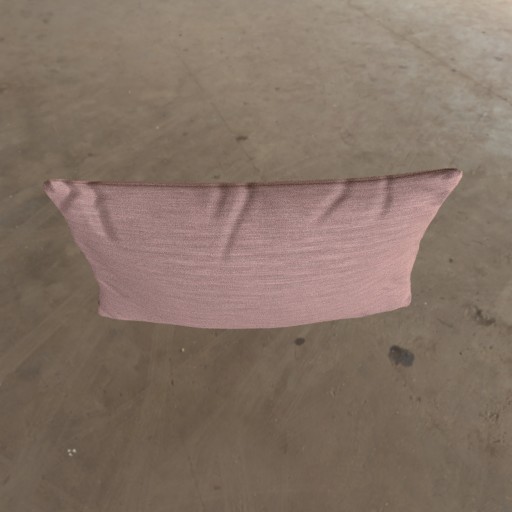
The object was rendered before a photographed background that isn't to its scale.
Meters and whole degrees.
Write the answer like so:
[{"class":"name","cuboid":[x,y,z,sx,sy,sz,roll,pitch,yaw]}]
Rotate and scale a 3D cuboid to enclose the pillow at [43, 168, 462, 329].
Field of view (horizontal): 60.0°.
[{"class":"pillow","cuboid":[0.000,0.000,0.778,0.633,0.338,0.210,-2,47,-2]}]
